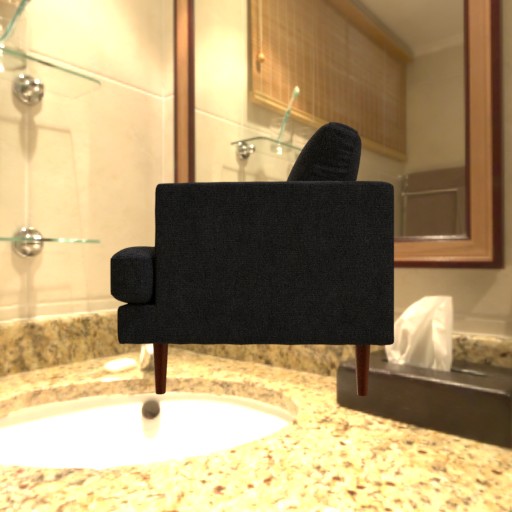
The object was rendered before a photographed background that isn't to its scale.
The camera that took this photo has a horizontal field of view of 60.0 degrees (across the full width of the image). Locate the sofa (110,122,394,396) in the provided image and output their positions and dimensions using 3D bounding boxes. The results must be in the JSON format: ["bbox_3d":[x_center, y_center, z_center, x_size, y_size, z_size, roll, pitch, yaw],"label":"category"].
[{"bbox_3d":[0.000,0.000,2.148,0.903,0.944,1.582,0,0,2],"label":"sofa"}]
